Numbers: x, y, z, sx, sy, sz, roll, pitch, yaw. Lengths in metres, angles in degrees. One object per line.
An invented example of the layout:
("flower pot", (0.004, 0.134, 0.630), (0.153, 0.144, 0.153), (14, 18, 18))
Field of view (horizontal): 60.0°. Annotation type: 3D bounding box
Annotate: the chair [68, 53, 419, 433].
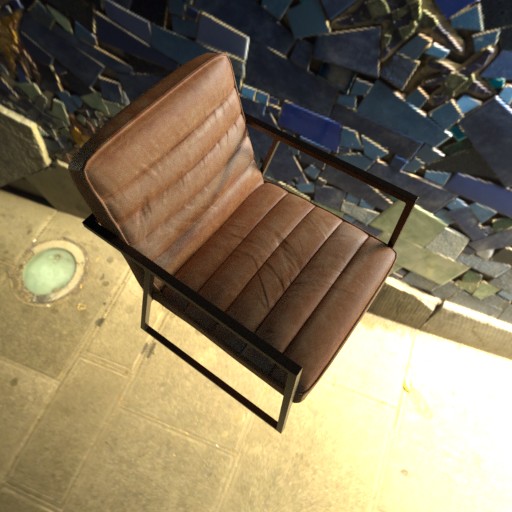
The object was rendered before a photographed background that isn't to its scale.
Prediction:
("chair", (0.000, 0.000, 1.268), (0.677, 0.832, 0.571), (32, 64, 18))
